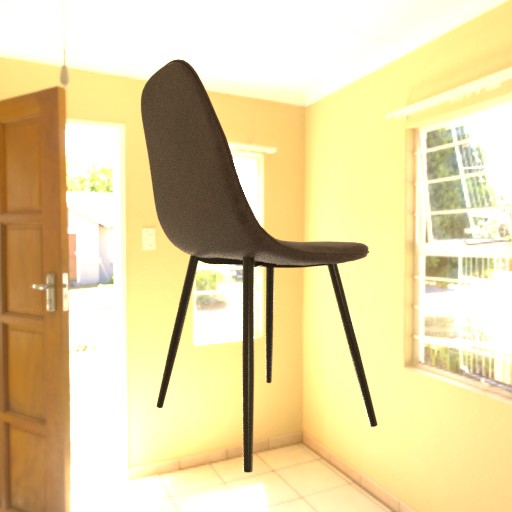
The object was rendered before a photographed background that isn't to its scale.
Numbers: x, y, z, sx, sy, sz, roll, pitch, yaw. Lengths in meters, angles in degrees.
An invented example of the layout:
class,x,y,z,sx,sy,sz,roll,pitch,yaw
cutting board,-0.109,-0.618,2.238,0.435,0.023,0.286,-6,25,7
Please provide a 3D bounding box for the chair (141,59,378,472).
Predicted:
class,x,y,z,sx,sy,sz,roll,pitch,yaw
chair,0.000,0.000,1.206,0.561,0.889,0.472,-1,2,-36
